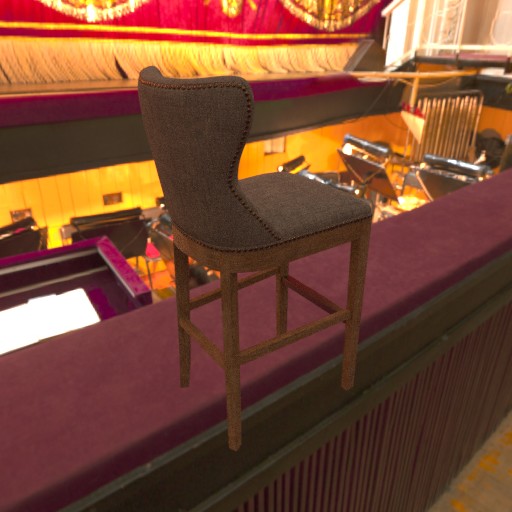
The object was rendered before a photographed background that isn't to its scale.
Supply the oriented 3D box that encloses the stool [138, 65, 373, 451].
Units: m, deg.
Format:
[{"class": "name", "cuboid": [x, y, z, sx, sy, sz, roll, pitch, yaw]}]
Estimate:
[{"class": "stool", "cuboid": [0.000, 0.000, 1.427, 0.606, 1.123, 0.494, -18, 32, -32]}]
